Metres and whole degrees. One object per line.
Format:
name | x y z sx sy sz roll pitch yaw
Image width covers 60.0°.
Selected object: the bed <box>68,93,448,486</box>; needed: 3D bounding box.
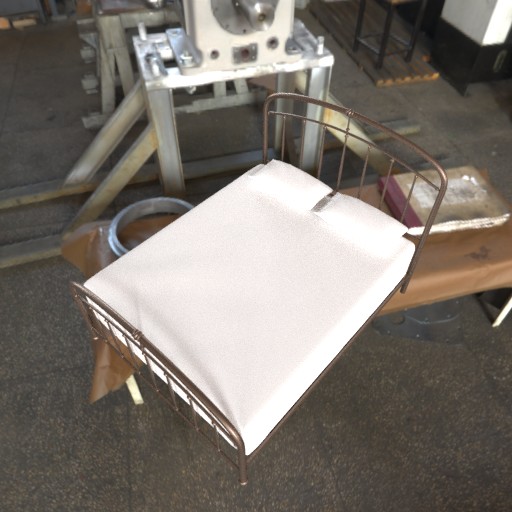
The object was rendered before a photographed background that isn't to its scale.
bed | 0.000 0.000 3.269 1.711 1.475 2.168 33 56 27
